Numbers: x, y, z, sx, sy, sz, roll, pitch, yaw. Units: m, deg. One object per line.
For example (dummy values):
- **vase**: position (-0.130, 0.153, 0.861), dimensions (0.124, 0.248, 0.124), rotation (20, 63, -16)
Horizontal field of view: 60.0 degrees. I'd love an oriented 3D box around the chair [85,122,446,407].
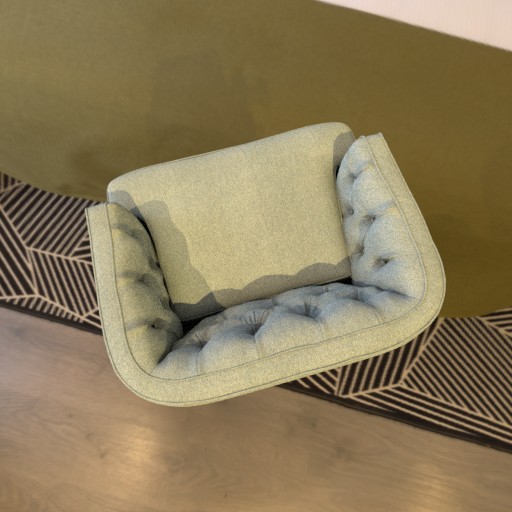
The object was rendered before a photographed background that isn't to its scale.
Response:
- **chair**: position (0.000, 0.000, 1.739), dimensions (1.094, 0.852, 0.945), rotation (-15, 77, -4)
